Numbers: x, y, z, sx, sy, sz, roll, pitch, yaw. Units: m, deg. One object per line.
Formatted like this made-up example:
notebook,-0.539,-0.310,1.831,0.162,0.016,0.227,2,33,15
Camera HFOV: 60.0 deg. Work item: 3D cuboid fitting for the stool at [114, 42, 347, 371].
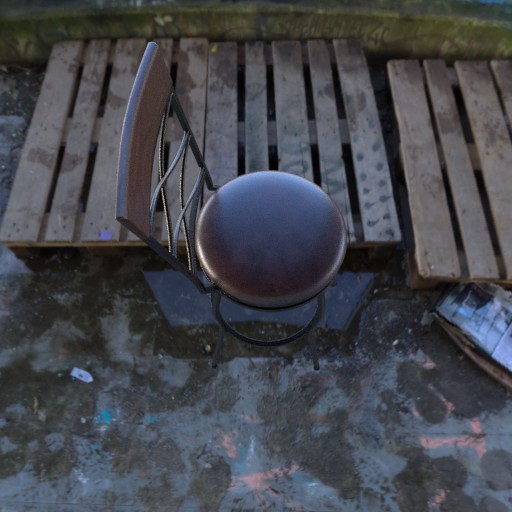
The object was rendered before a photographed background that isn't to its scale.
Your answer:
stool,0.000,0.000,1.351,0.513,1.130,0.448,1,63,0
